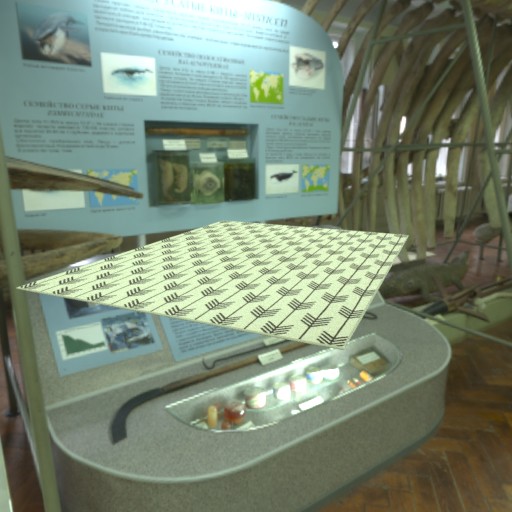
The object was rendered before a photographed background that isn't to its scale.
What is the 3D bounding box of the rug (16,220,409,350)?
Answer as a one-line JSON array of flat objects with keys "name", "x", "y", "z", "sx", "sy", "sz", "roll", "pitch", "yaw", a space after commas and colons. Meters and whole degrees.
[{"name": "rug", "x": 0.000, "y": 0.000, "z": 4.004, "sx": 2.330, "sy": 0.010, "sz": 3.061, "roll": 6, "pitch": 16, "yaw": 23}]
